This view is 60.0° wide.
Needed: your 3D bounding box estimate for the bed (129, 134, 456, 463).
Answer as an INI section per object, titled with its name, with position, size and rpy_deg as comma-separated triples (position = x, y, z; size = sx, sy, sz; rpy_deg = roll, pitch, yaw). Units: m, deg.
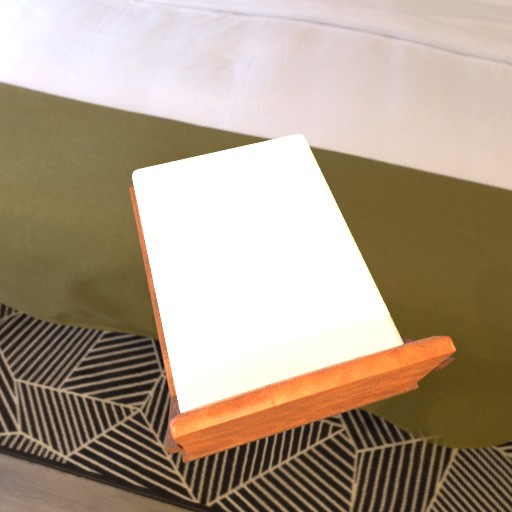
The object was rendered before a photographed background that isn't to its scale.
[bed]
position = 0.000, 0.000, 3.231
size = 1.651, 1.168, 2.311
rpy_deg = -14, 61, -8
